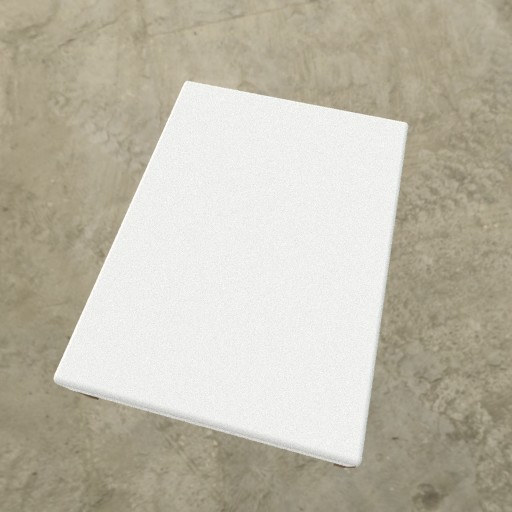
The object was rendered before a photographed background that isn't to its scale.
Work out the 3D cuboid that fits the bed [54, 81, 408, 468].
[{"bbox_3d":[0.000,0.000,2.731,1.529,0.593,2.050,13,65,6],"label":"bed"}]
